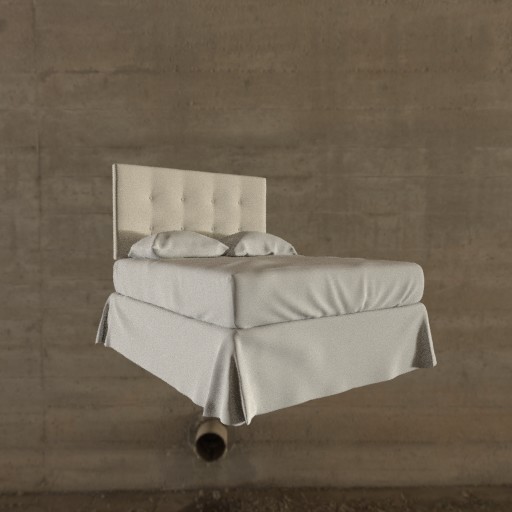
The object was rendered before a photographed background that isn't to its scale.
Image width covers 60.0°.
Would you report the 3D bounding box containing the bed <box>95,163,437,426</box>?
[{"bbox_3d":[0.000,0.000,3.529,1.936,1.577,2.222,-2,3,-35],"label":"bed"}]
